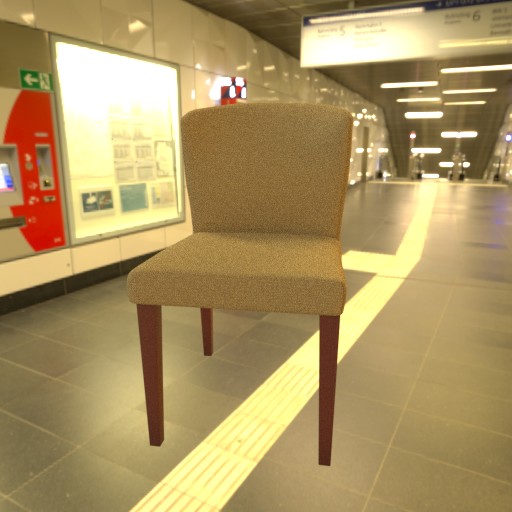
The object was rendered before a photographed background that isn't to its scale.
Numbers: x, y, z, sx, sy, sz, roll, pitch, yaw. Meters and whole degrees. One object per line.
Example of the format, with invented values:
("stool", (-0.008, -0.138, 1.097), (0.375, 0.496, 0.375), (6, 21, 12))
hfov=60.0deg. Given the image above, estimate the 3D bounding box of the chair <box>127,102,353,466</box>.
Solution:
("chair", (0.000, 0.000, 1.198), (0.491, 0.839, 0.589), (2, 14, 9))
